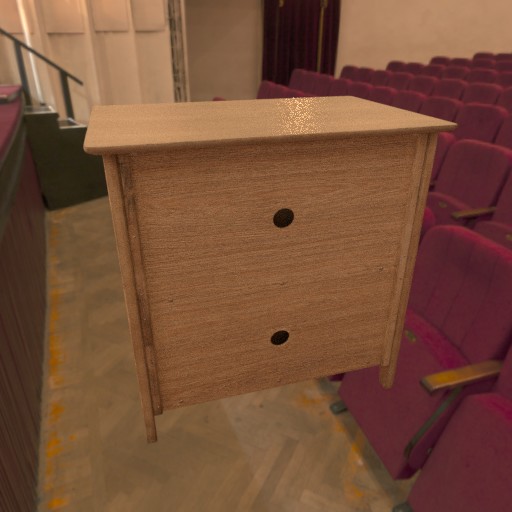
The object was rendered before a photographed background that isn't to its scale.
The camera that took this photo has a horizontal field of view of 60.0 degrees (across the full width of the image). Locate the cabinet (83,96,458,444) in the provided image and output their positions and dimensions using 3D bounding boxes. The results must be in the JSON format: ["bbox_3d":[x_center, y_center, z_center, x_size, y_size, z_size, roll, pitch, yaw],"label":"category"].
[{"bbox_3d":[0.000,0.000,1.235,0.763,0.762,0.503,-8,28,-15],"label":"cabinet"}]
